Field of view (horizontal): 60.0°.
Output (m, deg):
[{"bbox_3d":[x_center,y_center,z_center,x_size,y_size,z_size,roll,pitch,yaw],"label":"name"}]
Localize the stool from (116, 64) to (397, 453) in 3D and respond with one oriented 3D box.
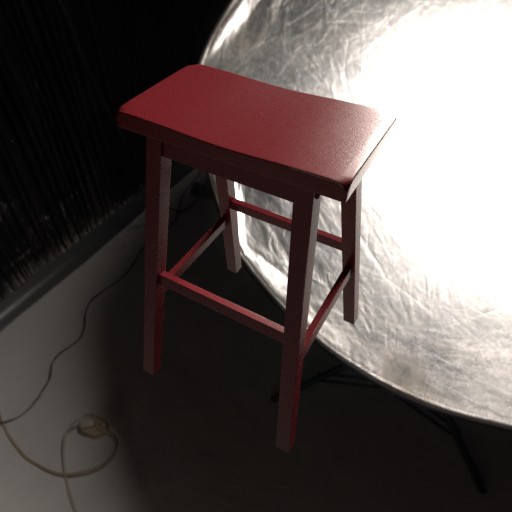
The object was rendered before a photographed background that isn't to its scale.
[{"bbox_3d":[0.000,0.000,1.050,0.457,0.737,0.476,22,50,20],"label":"stool"}]
